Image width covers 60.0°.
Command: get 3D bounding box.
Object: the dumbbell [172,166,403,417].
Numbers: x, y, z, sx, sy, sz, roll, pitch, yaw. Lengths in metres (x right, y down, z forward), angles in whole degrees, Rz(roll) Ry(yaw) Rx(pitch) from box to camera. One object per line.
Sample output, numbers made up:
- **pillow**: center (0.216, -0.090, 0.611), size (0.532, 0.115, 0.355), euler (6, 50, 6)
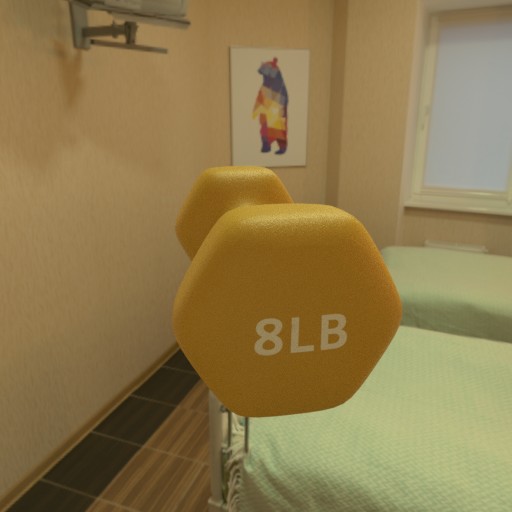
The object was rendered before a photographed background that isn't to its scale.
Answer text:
- **dumbbell**: center (0.000, 0.000, 0.244), size (0.090, 0.082, 0.190), euler (-3, 17, -8)
